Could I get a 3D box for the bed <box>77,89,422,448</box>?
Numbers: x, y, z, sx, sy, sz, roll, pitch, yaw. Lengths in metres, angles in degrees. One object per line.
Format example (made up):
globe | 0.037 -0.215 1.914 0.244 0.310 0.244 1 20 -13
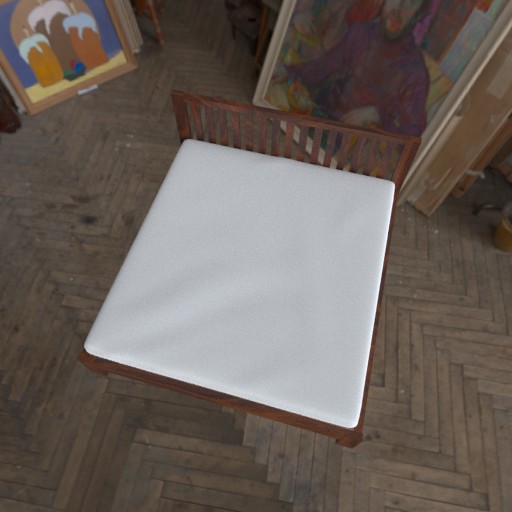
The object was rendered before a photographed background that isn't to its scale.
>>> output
bed | 0.000 0.000 3.201 1.905 0.890 2.030 14 61 8
